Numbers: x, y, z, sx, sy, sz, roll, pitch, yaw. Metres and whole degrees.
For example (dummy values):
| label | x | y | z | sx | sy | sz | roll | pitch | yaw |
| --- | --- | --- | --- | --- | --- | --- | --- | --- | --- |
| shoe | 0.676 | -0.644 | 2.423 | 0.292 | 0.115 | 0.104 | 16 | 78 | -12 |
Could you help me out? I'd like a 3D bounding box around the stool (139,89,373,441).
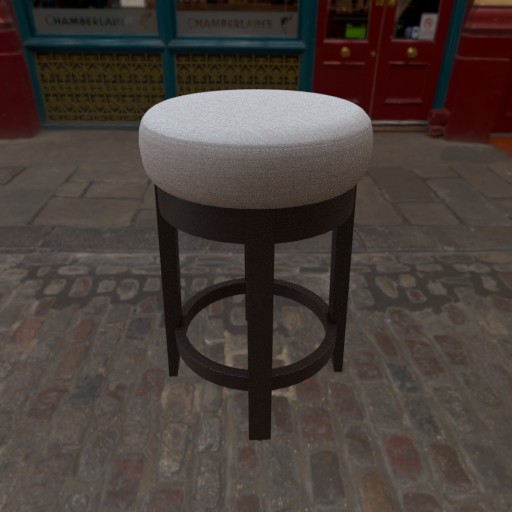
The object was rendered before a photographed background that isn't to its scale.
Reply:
| label | x | y | z | sx | sy | sz | roll | pitch | yaw |
| --- | --- | --- | --- | --- | --- | --- | --- | --- | --- |
| stool | 0.000 | 0.000 | 0.989 | 0.443 | 0.672 | 0.443 | 0 | 29 | 0 |
